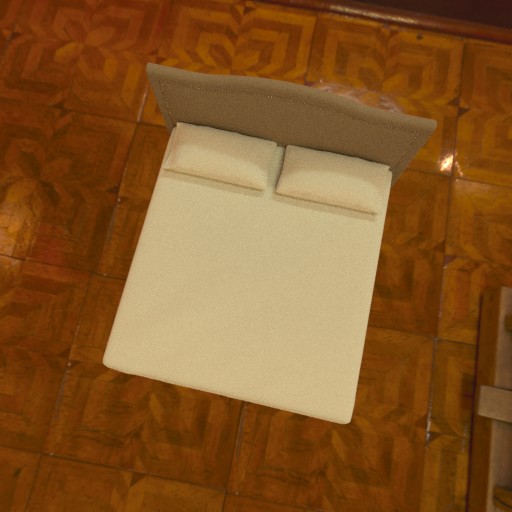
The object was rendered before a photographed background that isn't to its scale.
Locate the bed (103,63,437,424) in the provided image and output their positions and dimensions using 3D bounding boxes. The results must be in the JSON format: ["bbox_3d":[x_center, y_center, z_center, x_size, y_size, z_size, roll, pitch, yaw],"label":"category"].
[{"bbox_3d":[0.000,0.000,3.449,2.083,1.421,2.182,13,76,3],"label":"bed"}]
